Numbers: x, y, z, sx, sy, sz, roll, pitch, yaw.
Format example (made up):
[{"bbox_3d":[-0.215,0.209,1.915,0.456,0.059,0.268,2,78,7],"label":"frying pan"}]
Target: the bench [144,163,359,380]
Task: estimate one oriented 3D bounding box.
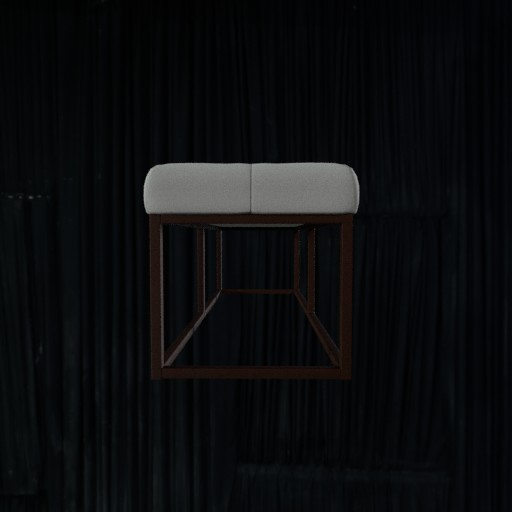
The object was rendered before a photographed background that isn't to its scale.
[{"bbox_3d":[0.000,0.000,1.711,0.479,0.488,1.488,0,3,1],"label":"bench"}]
